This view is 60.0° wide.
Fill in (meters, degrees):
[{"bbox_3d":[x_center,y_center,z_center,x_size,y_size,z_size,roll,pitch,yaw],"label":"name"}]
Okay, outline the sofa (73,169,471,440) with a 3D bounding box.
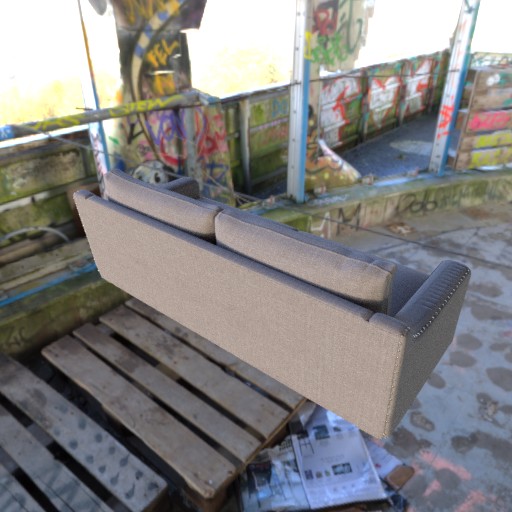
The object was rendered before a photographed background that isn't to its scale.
[{"bbox_3d":[0.000,0.000,2.686,2.208,0.857,1.000,22,37,33],"label":"sofa"}]
